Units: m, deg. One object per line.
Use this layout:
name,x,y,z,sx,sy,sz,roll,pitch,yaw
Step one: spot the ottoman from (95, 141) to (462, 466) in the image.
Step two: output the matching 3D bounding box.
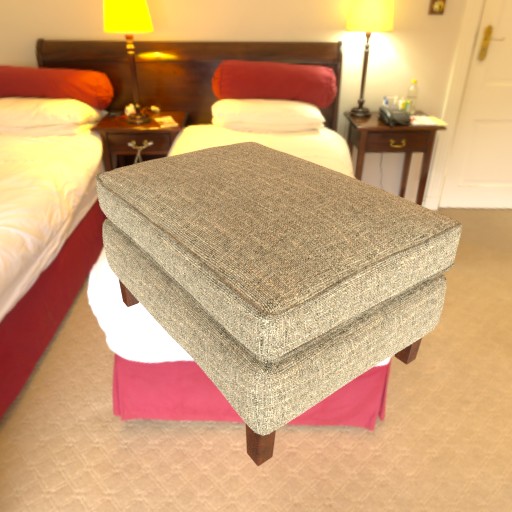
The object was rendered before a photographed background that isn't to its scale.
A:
ottoman,0.000,0.000,0.995,0.508,0.406,0.686,-21,36,-31
